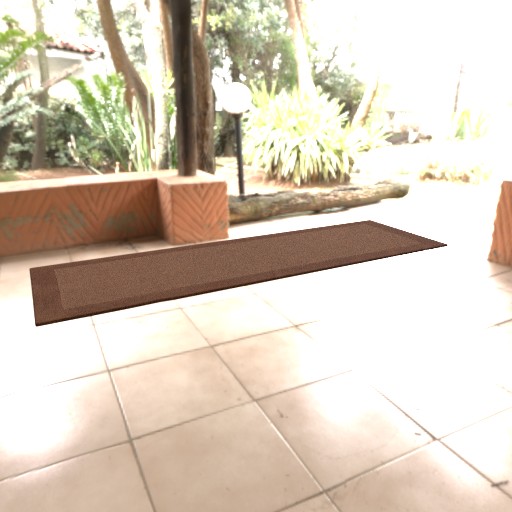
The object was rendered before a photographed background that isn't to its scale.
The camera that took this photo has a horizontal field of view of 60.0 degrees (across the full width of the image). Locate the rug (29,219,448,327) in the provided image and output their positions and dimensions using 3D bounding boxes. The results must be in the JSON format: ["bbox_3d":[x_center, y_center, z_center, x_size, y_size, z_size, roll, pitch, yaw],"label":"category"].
[{"bbox_3d":[0.000,0.000,2.673,2.439,0.017,0.764,-9,21,-26],"label":"rug"}]
